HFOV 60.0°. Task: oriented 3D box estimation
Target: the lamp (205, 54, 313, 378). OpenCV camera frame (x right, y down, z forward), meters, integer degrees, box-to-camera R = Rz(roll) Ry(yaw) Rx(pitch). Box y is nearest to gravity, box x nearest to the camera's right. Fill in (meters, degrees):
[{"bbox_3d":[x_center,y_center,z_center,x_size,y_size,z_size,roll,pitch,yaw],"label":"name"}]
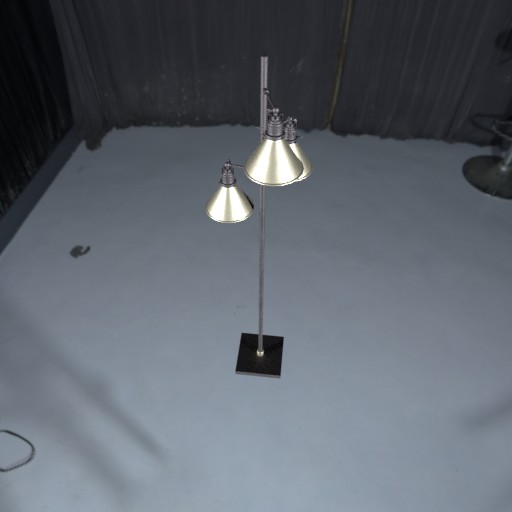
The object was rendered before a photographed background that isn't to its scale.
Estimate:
[{"bbox_3d":[0.000,0.000,1.930,0.415,1.716,0.428,4,47,4],"label":"lamp"}]
